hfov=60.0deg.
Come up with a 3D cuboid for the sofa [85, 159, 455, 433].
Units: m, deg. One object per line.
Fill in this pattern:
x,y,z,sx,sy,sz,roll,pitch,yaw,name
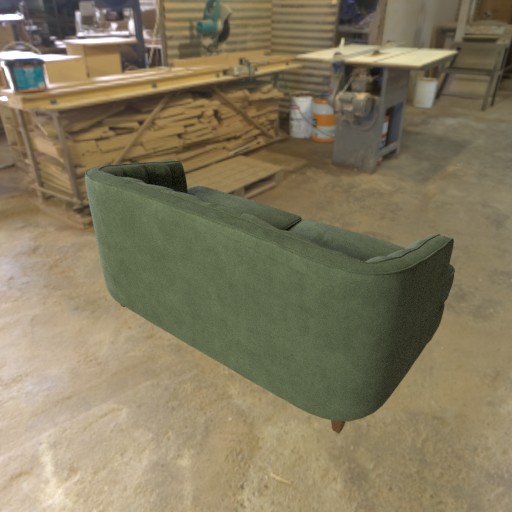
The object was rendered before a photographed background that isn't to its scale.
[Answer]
0.000,0.000,2.261,1.733,0.855,0.941,21,36,32,sofa
